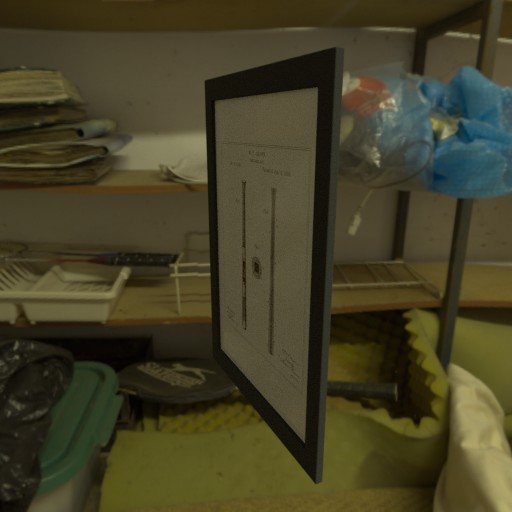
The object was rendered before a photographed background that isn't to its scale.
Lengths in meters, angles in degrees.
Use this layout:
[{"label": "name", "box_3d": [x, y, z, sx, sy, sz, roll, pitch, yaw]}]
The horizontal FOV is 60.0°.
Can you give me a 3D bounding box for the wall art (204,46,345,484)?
[{"label": "wall art", "box_3d": [0.000, 0.000, 0.672, 0.012, 0.529, 0.374, -8, 18, -26]}]
